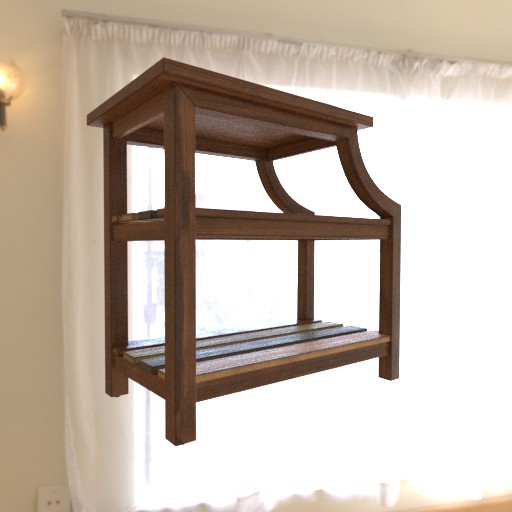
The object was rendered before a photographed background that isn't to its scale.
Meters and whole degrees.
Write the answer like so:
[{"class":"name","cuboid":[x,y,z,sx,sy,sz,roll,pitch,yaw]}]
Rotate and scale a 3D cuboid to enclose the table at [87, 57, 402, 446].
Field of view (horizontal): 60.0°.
[{"class":"table","cuboid":[0.000,0.000,0.967,0.609,0.584,0.356,-1,2,-38]}]
